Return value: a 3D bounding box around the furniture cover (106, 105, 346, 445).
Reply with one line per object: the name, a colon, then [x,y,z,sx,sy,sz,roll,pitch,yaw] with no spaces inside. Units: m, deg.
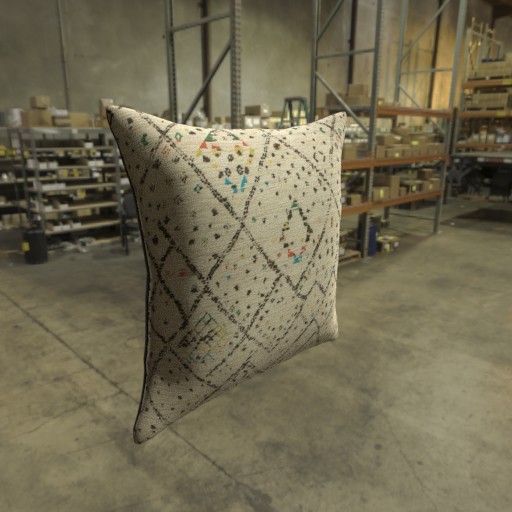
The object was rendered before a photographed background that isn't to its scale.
furniture cover: [0.000,0.000,0.783,0.180,0.498,0.525,15,22,43]
